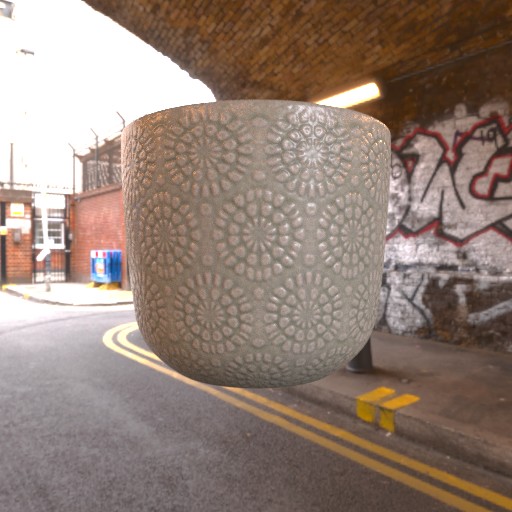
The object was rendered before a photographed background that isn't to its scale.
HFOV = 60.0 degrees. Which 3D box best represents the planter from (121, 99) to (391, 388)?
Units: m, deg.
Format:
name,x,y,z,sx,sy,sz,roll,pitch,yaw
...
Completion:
name,x,y,z,sx,sy,sz,roll,pitch,yaw
planter,0.000,0.000,0.213,0.124,0.109,0.124,0,1,0
